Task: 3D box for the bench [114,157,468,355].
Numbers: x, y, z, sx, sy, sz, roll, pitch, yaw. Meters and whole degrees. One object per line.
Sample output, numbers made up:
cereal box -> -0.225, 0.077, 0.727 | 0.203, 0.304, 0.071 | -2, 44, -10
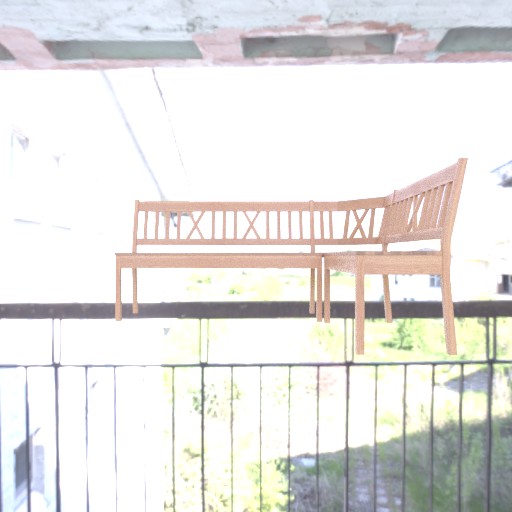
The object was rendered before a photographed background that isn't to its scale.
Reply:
bench -> 0.000, 0.000, 2.788 | 1.937, 0.902, 1.537 | 0, 0, 0
